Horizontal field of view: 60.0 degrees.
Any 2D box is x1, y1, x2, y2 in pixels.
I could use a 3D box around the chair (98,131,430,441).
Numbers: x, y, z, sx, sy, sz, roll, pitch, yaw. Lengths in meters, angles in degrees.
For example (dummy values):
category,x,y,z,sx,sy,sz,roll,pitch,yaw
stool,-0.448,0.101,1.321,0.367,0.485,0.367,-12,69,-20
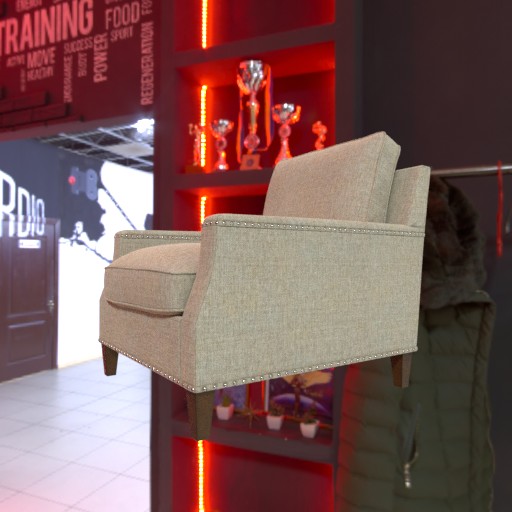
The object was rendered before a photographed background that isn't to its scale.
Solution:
category,x,y,z,sx,sy,sz,roll,pitch,yaw
chair,0.000,0.000,1.705,1.014,0.943,0.853,0,-1,-35
